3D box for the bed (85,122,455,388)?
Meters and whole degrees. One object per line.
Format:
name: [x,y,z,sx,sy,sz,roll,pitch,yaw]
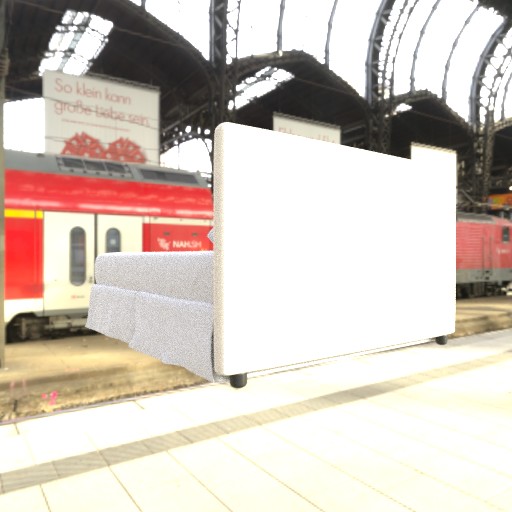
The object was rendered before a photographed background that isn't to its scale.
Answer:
bed: [0.000,0.000,3.642,2.119,1.317,2.341,0,0,-36]
